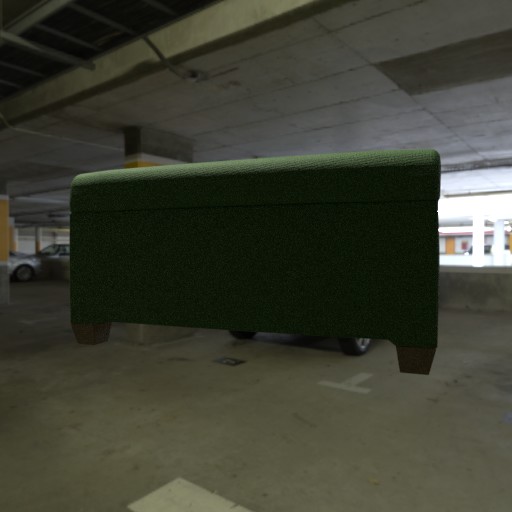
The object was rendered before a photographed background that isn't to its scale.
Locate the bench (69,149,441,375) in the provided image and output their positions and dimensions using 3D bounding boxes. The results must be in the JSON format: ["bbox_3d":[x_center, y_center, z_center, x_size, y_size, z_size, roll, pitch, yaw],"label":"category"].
[{"bbox_3d":[0.000,0.000,1.298,0.989,0.501,0.505,0,1,20],"label":"bench"}]
